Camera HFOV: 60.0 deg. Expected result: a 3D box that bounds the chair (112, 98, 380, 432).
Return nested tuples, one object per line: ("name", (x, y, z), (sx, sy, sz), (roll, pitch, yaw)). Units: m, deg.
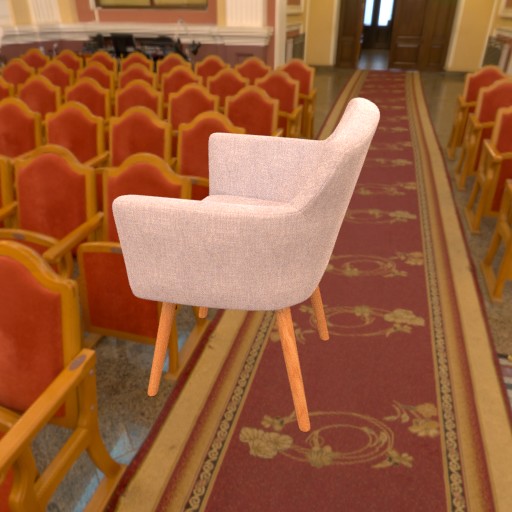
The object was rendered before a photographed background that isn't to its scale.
("chair", (0.000, 0.000, 1.178), (0.540, 0.780, 0.570), (8, 30, 14))
